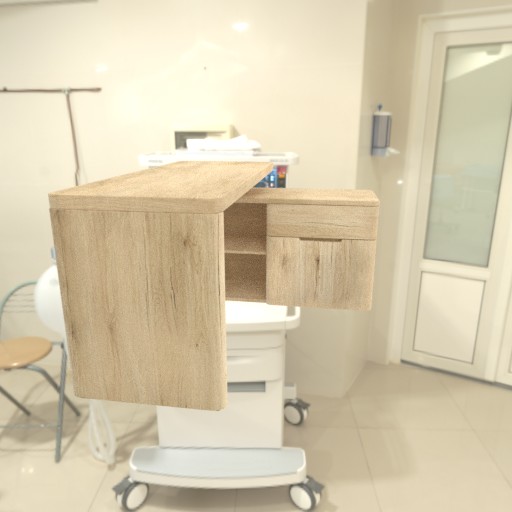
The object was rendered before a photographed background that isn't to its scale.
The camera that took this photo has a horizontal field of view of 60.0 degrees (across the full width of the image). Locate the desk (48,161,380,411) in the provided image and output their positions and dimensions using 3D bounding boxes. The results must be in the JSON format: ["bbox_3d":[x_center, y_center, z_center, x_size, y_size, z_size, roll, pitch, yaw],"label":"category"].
[{"bbox_3d":[0.000,0.000,2.111,1.175,0.770,1.400,3,17,9],"label":"desk"}]
